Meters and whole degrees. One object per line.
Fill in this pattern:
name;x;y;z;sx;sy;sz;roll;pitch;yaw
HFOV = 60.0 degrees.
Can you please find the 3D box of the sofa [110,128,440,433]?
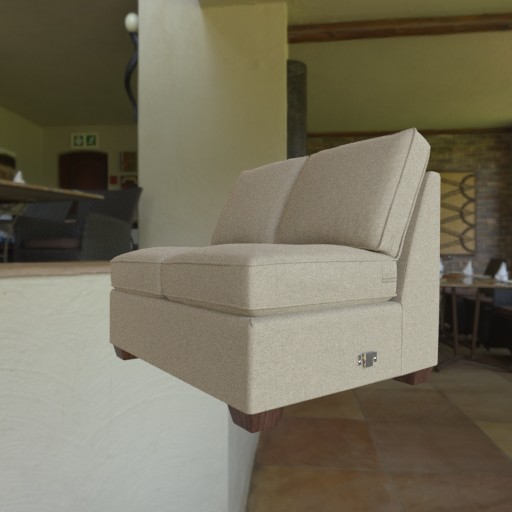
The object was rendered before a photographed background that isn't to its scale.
sofa;0.000;0.000;1.990;0.951;1.008;1.237;-1;1;-36
